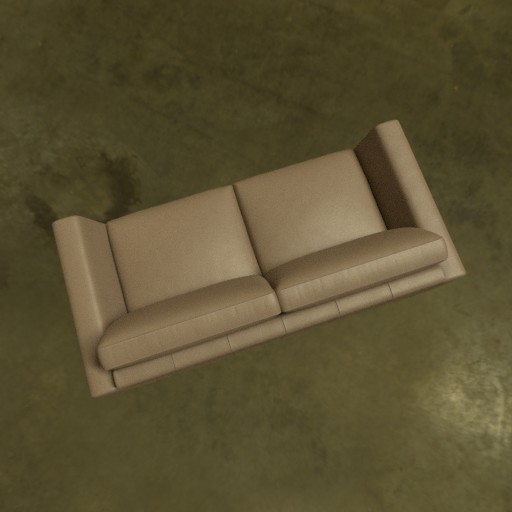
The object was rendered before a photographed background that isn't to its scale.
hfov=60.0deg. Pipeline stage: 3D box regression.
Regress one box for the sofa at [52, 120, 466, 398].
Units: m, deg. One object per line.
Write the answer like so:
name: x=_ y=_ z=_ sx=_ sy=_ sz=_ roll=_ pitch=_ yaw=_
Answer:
sofa: x=0.000 y=0.000 z=2.491 sx=2.017 sy=0.875 sz=0.953 roll=-17 pitch=77 yaw=-4
